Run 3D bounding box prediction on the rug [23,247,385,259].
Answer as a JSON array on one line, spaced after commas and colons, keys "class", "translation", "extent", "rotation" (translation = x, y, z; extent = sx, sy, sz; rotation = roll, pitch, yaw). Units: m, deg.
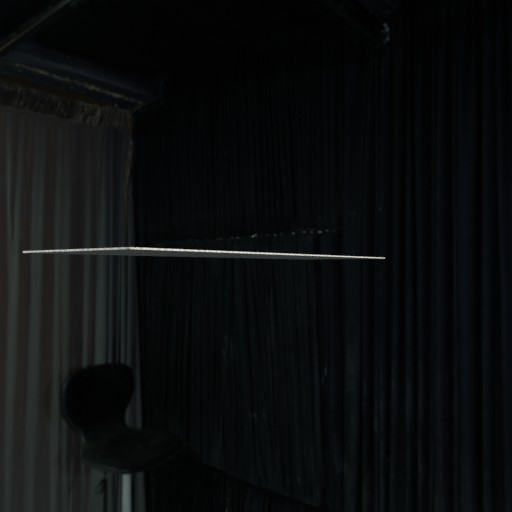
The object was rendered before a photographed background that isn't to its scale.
[{"class": "rug", "translation": [0.000, 0.000, 2.499], "extent": [0.676, 0.008, 2.277], "rotation": [-1, -2, 36]}]
